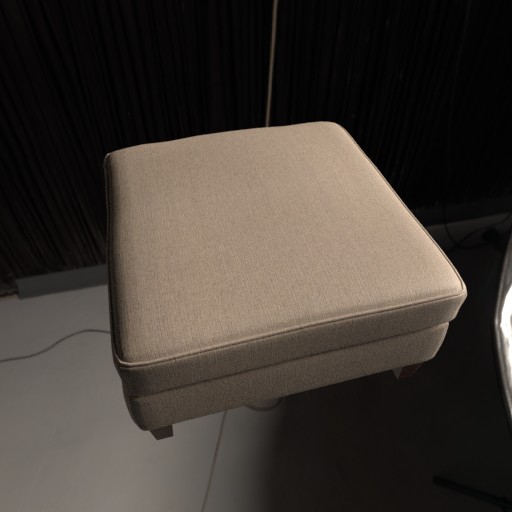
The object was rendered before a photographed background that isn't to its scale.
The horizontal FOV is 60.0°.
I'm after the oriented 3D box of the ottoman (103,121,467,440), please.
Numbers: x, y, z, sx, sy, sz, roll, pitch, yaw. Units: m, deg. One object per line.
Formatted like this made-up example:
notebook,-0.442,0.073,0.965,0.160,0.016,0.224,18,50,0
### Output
ottoman,0.000,0.000,1.360,0.838,0.481,0.838,-11,47,-10
